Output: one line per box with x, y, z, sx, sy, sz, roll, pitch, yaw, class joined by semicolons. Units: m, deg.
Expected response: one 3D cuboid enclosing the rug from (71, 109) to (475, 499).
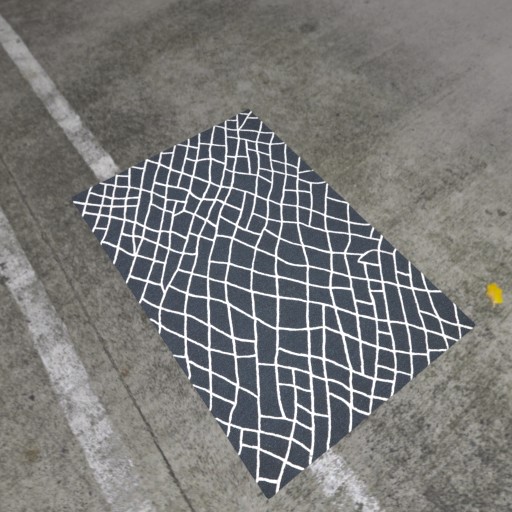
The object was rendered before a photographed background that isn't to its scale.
0.000;0.000;2.268;1.223;0.013;1.830;-32;64;-18;rug
